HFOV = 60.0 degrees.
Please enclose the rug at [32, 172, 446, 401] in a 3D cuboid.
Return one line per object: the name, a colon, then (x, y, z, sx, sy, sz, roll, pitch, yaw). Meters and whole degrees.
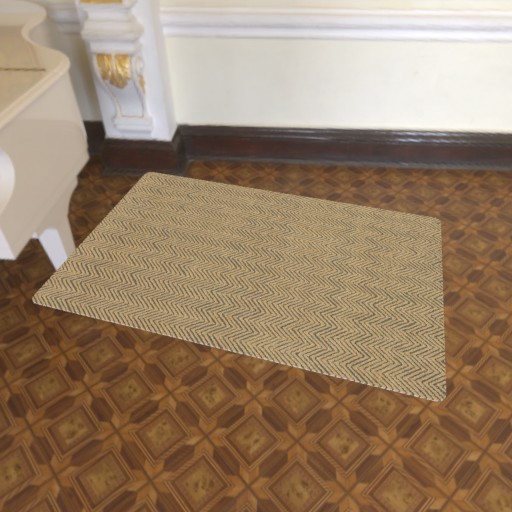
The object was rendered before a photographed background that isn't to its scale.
rug: (0.000, 0.000, 2.179, 1.752, 0.008, 1.144, 11, 43, 12)
